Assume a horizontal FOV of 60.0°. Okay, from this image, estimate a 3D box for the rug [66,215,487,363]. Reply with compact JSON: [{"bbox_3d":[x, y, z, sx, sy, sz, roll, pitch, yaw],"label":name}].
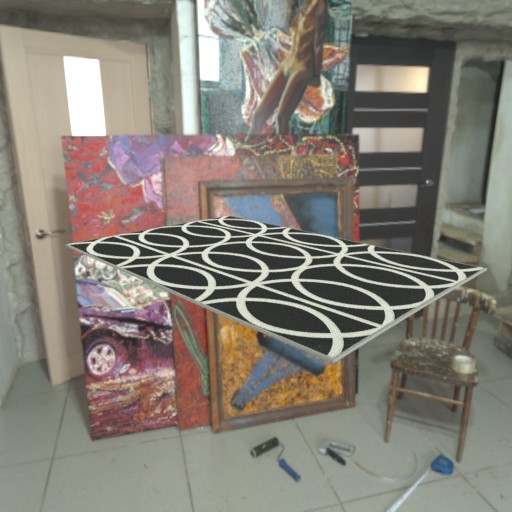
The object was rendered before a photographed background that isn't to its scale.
[{"bbox_3d":[0.000,0.000,2.841,1.526,0.014,2.290,-15,22,-43],"label":"rug"}]
